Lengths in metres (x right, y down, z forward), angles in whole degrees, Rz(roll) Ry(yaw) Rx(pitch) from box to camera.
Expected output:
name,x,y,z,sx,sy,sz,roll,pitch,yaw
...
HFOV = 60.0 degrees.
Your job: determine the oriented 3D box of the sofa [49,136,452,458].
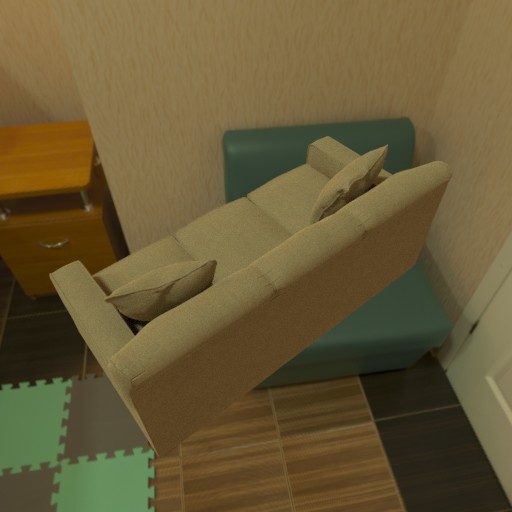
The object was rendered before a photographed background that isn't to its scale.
name,x,y,z,sx,sy,sz,roll,pitch,yaw
sofa,0.000,0.000,2.558,2.024,0.958,0.997,-31,55,-25
